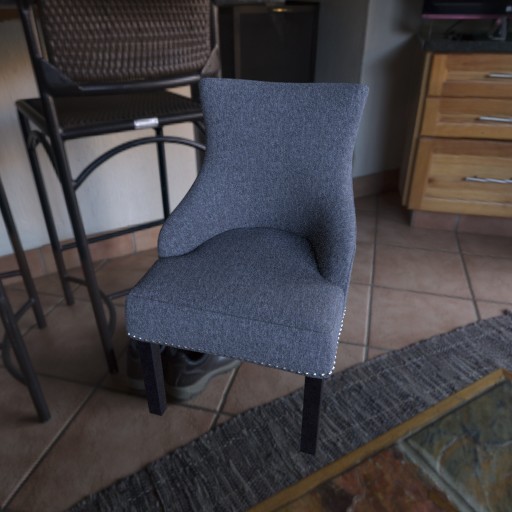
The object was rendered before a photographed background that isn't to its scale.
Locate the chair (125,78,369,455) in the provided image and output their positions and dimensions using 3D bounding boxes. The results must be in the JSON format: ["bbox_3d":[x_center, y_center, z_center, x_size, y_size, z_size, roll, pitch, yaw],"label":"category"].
[{"bbox_3d":[0.000,0.000,1.303,0.566,0.909,0.629,8,30,15],"label":"chair"}]
